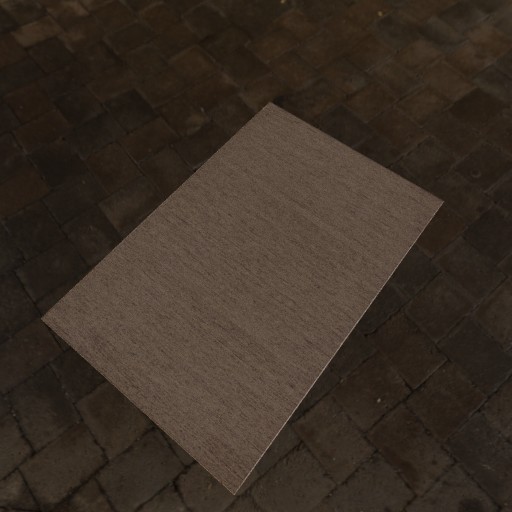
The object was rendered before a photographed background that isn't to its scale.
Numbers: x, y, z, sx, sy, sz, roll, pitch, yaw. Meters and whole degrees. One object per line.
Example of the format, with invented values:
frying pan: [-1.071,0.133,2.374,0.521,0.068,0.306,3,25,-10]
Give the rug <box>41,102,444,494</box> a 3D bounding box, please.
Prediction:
rug: [0.000,0.000,2.321,1.225,0.013,1.840,35,68,16]
